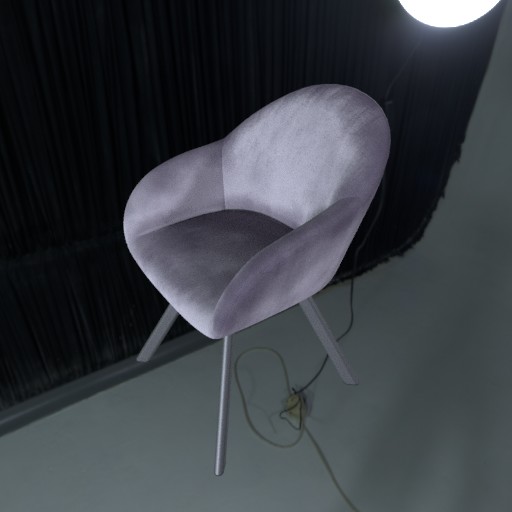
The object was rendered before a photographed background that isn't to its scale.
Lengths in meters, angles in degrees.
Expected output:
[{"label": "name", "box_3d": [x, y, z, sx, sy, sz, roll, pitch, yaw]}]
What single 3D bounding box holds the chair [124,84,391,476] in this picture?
[{"label": "chair", "box_3d": [0.000, 0.000, 1.173, 0.590, 0.795, 0.550, -21, 38, -30]}]
